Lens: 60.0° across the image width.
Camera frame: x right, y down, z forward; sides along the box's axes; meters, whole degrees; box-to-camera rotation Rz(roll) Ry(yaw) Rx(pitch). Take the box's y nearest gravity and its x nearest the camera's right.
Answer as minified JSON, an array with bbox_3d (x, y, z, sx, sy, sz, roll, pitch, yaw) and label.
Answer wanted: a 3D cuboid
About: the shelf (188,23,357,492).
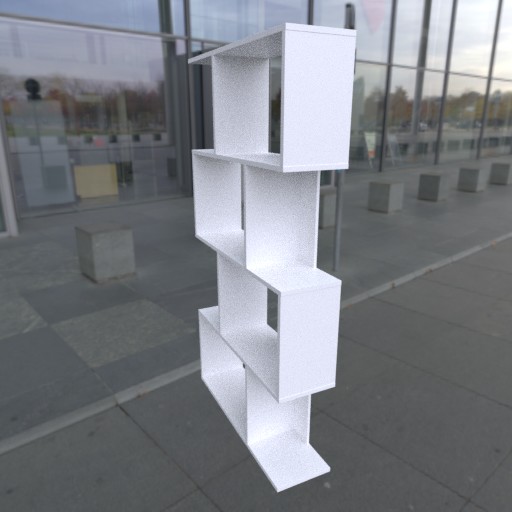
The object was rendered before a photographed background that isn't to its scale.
[{"bbox_3d":[0.000,0.000,1.921,0.250,1.650,0.890,-8,19,-25],"label":"shelf"}]
